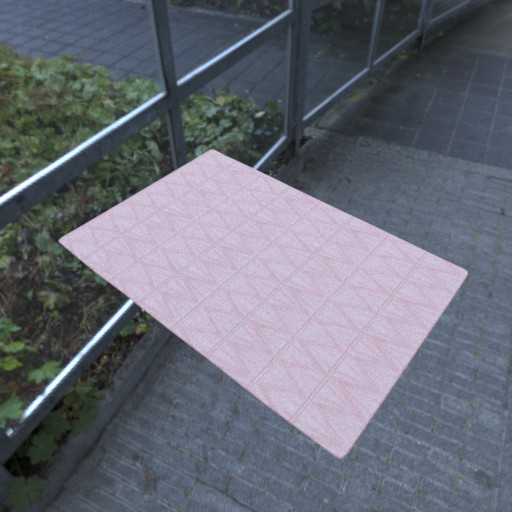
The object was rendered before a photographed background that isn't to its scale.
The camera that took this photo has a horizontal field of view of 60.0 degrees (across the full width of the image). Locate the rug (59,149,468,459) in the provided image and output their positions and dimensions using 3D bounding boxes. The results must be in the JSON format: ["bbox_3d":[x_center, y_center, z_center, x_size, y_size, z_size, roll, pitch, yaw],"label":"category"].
[{"bbox_3d":[0.000,0.000,3.063,2.390,0.015,1.609,31,52,27],"label":"rug"}]
